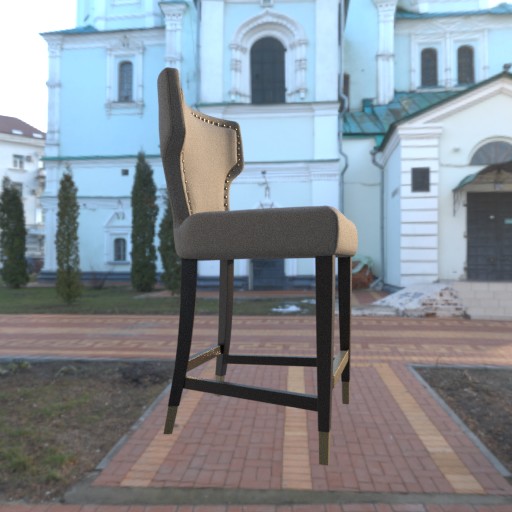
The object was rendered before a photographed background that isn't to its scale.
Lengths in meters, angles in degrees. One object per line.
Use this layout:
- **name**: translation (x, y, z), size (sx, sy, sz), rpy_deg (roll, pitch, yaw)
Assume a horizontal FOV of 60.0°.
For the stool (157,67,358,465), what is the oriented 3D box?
- **stool**: translation (0.000, 0.000, 1.339), size (0.563, 0.982, 0.527), rpy_deg (0, -1, 18)
